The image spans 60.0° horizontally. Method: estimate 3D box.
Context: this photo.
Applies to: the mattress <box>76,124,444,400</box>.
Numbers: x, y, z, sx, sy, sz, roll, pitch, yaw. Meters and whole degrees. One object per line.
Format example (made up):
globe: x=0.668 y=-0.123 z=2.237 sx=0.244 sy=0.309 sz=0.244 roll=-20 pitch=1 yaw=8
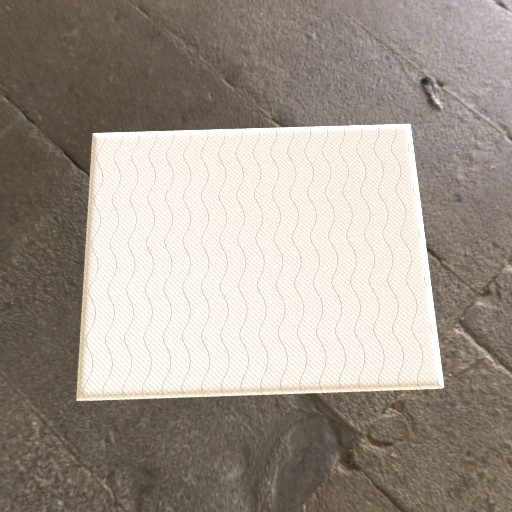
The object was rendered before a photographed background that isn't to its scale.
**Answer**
mattress: x=0.000 y=0.000 z=2.691 sx=2.000 sy=0.230 sz=1.600 roll=-2 pitch=76 yaw=0
